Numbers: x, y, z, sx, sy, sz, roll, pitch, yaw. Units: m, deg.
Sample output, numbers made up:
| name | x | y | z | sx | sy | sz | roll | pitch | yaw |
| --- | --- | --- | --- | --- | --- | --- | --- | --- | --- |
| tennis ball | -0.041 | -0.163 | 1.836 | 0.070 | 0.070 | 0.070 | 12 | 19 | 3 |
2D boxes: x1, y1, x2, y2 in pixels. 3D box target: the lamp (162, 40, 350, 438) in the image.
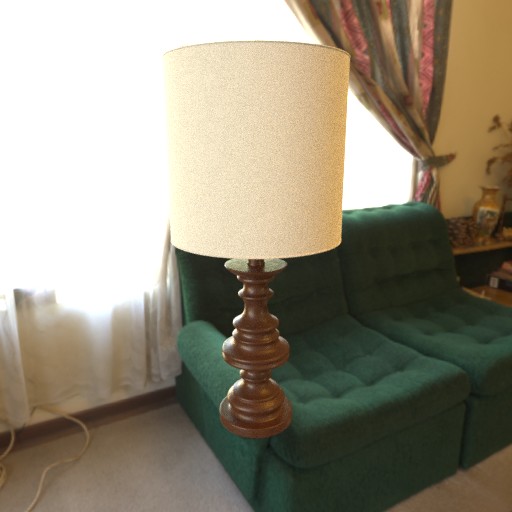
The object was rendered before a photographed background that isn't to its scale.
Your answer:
| name | x | y | z | sx | sy | sz | roll | pitch | yaw |
| --- | --- | --- | --- | --- | --- | --- | --- | --- | --- |
| lamp | 0.000 | 0.000 | 0.556 | 0.208 | 0.455 | 0.208 | 14 | 20 | 42 |
